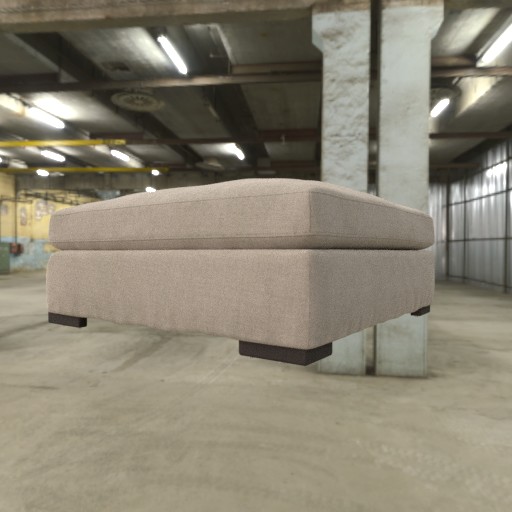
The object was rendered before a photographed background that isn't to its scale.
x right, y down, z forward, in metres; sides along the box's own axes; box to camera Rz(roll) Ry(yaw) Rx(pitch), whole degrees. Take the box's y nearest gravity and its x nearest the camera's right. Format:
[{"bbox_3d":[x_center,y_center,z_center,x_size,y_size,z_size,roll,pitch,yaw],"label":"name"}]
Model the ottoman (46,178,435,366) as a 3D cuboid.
[{"bbox_3d":[0.000,0.000,1.825,1.171,0.517,1.203,0,1,35],"label":"ottoman"}]
